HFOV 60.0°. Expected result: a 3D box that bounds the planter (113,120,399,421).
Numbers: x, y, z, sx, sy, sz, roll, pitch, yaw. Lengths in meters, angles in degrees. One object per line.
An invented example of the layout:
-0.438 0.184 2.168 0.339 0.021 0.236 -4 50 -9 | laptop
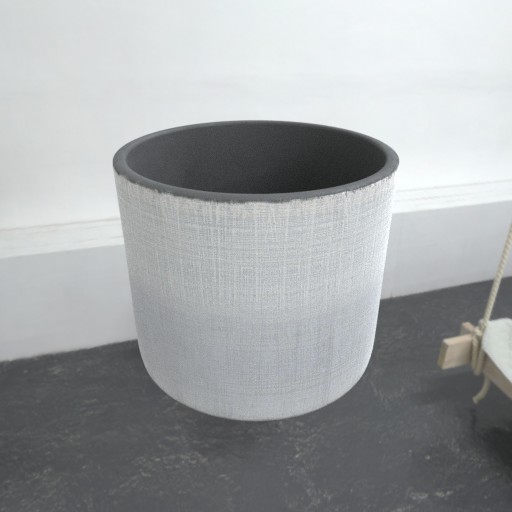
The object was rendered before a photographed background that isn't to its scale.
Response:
0.000 0.000 0.451 0.254 0.221 0.254 0 29 0 | planter
